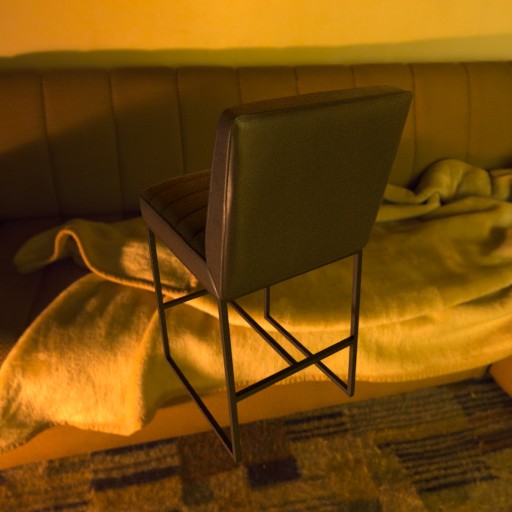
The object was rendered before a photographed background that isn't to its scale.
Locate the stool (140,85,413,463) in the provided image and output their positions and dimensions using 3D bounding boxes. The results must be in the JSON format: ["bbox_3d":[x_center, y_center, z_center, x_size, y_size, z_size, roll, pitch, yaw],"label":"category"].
[{"bbox_3d":[0.000,0.000,1.243,0.457,0.938,0.552,-18,35,-28],"label":"stool"}]
